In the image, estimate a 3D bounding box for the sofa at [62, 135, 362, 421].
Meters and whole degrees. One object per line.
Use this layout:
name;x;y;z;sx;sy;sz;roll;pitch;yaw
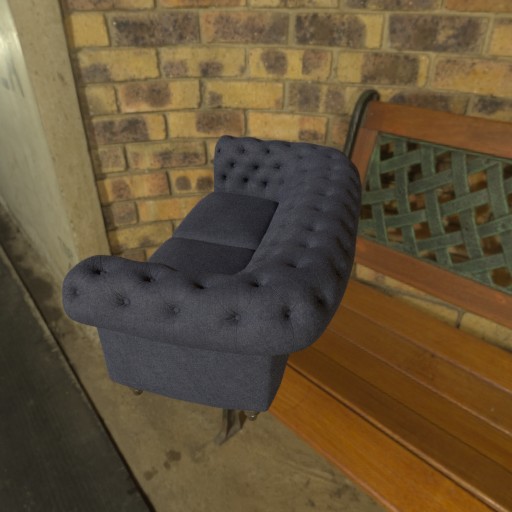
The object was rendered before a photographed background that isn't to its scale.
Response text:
sofa;0.000;0.000;2.511;1.082;0.833;1.988;8;32;12
